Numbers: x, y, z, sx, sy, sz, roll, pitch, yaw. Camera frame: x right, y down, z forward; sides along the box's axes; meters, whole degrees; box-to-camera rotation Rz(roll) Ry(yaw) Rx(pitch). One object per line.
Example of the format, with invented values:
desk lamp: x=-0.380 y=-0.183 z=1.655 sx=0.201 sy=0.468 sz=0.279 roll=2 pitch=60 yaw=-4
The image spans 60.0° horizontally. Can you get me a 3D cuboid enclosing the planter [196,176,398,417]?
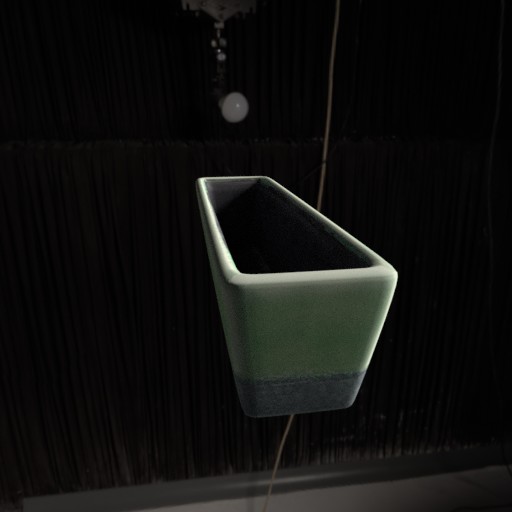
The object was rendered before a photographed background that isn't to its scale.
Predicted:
planter: x=0.000 y=0.000 z=0.304 sx=0.072 sy=0.072 sz=0.275 roll=-3 pitch=18 yaw=-9
